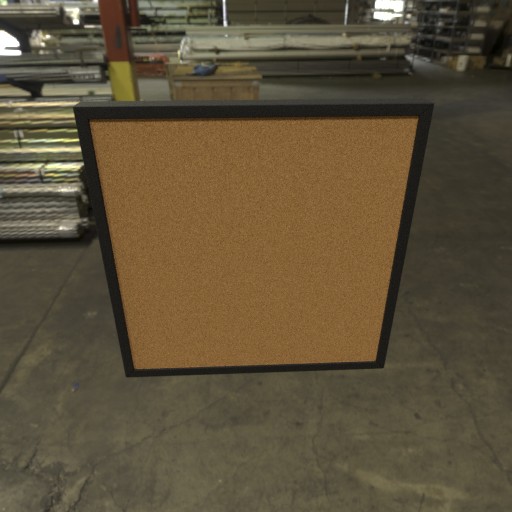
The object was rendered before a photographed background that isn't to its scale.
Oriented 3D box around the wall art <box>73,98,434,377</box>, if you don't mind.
[{"bbox_3d":[0.000,0.000,0.761,0.508,0.508,0.037,-1,30,-2],"label":"wall art"}]
